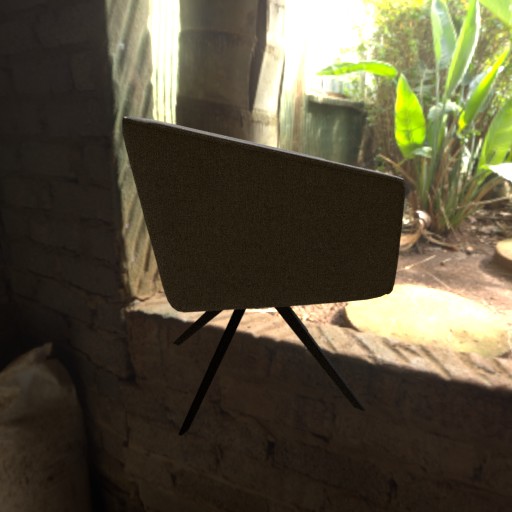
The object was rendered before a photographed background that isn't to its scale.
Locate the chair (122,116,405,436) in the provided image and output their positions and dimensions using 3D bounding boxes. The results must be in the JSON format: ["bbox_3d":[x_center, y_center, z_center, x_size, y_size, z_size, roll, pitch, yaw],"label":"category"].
[{"bbox_3d":[0.000,0.000,1.282,0.623,0.760,0.628,-3,17,-9],"label":"chair"}]
